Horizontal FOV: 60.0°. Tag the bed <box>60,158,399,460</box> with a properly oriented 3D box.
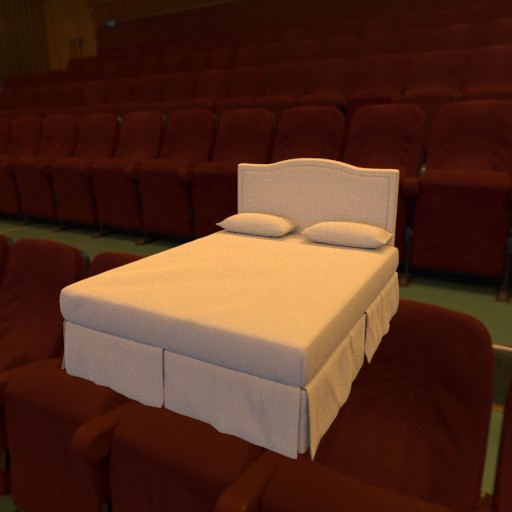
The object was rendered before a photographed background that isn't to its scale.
[{"bbox_3d":[0.000,0.000,3.621,1.977,1.437,2.477,8,18,27],"label":"bed"}]
